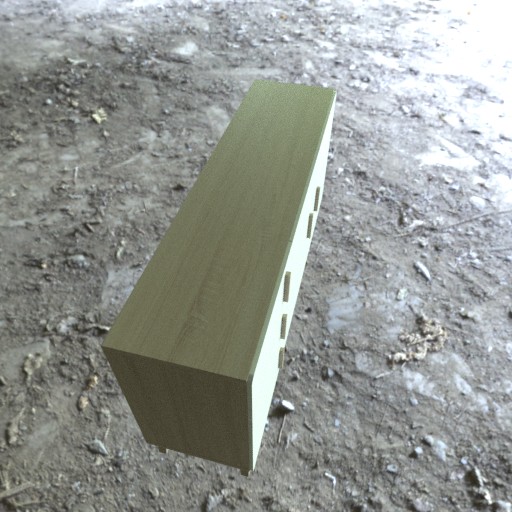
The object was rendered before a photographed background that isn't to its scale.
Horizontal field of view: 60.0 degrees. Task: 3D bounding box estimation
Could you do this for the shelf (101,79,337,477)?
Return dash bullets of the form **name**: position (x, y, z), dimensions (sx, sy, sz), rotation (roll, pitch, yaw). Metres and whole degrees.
- **shelf**: position (0.000, 0.000, 1.830), dimensions (0.400, 0.780, 1.490), rotation (11, 48, 10)
